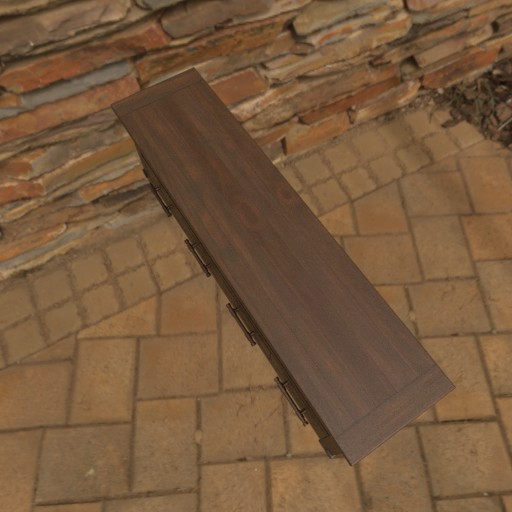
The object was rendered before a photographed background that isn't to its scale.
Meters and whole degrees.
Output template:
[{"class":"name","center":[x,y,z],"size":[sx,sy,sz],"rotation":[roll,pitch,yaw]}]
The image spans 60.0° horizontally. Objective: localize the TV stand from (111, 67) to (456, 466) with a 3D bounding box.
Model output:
[{"class":"TV stand","center":[0.000,0.000,2.111],"size":[0.471,0.615,1.866],"rotation":[-30,68,-14]}]
